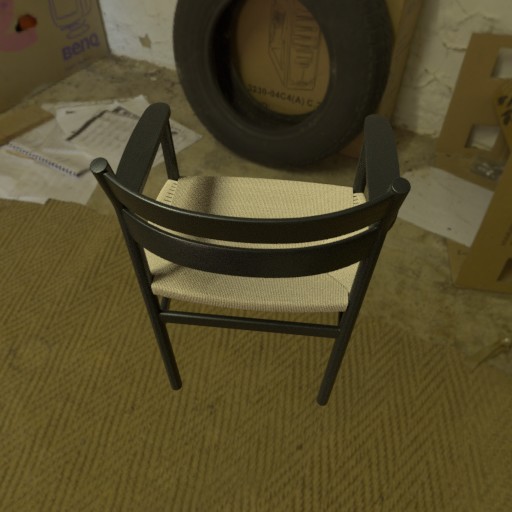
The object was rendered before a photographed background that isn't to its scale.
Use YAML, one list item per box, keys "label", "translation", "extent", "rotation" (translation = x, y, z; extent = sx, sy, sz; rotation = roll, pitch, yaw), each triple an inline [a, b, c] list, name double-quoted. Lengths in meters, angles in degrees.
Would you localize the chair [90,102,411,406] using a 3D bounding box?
- label: "chair"
  translation: [0.000, 0.000, 1.168]
  extent: [0.630, 0.775, 0.508]
  rotation: [5, 47, 4]
